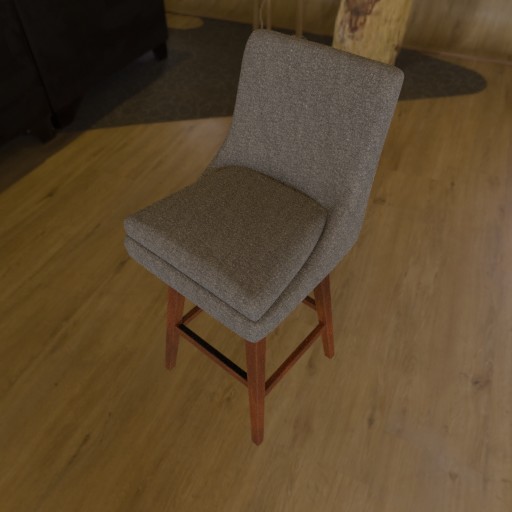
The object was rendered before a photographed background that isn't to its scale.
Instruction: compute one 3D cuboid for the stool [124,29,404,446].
[{"bbox_3d":[0.000,0.000,1.324,0.489,1.068,0.572,31,53,27],"label":"stool"}]
